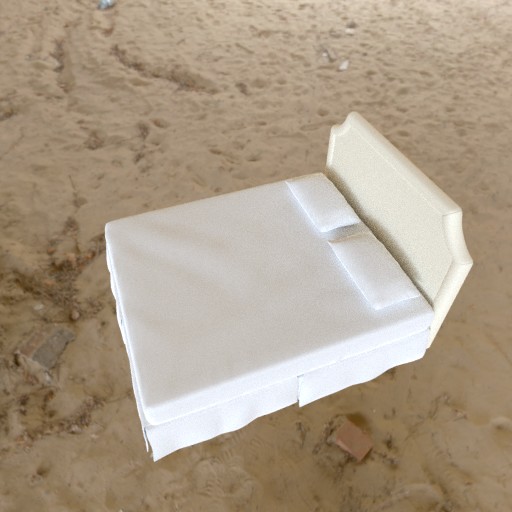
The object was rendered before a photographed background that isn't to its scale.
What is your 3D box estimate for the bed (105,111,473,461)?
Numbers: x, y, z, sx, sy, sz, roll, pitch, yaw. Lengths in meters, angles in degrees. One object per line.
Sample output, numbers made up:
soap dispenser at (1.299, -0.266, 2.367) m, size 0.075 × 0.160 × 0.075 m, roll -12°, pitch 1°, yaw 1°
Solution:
bed at (0.000, 0.000, 4.125) m, size 2.773 × 1.590 × 2.350 m, roll -15°, pitch 48°, yaw -14°
